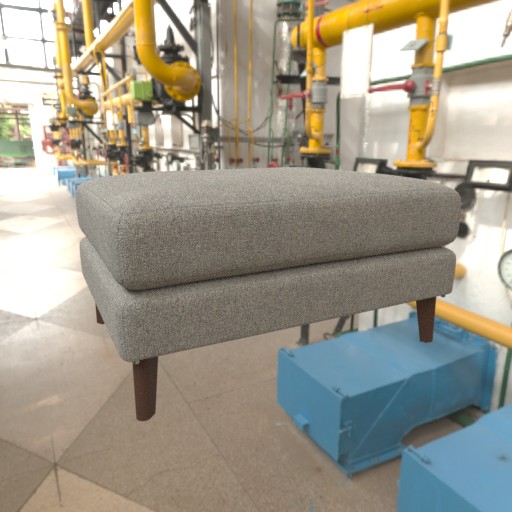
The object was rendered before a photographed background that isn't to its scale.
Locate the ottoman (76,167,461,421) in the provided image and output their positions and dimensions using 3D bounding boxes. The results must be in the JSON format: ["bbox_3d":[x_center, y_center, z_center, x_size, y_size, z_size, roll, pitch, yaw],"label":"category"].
[{"bbox_3d":[0.000,0.000,1.175,0.821,0.441,0.611,-7,16,-26],"label":"ottoman"}]
